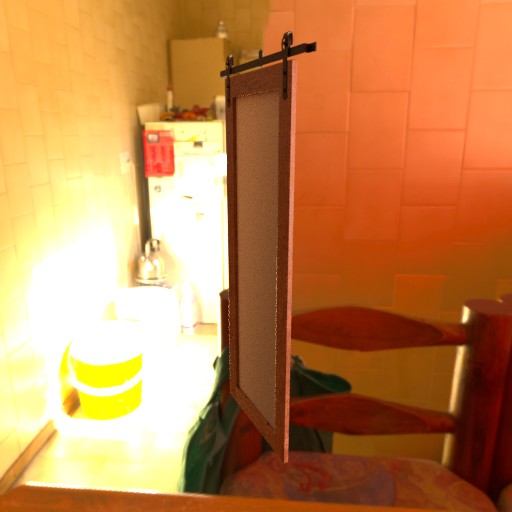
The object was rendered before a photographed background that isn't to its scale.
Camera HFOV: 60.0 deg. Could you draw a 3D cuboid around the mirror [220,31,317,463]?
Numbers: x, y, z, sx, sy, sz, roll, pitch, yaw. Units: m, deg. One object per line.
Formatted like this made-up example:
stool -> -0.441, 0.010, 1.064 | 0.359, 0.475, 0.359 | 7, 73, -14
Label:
mirror -> 0.000, 0.000, 2.055 | 0.042, 1.793, 0.847 | -7, 17, -25
